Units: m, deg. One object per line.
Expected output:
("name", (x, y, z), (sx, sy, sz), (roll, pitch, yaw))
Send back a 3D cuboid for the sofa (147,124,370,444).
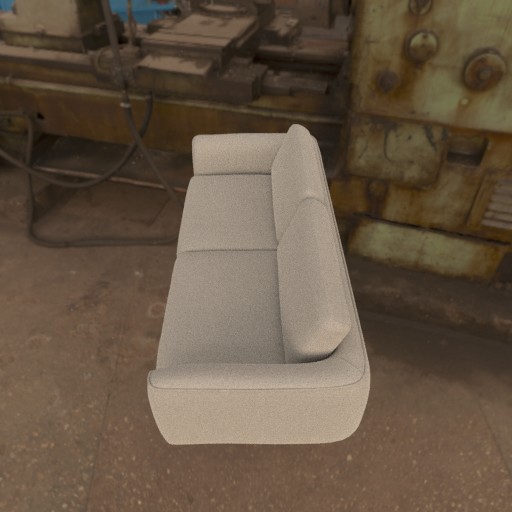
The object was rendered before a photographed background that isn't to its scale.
("sofa", (0.000, 0.000, 2.483), (0.920, 0.850, 2.000), (0, 43, -1))
